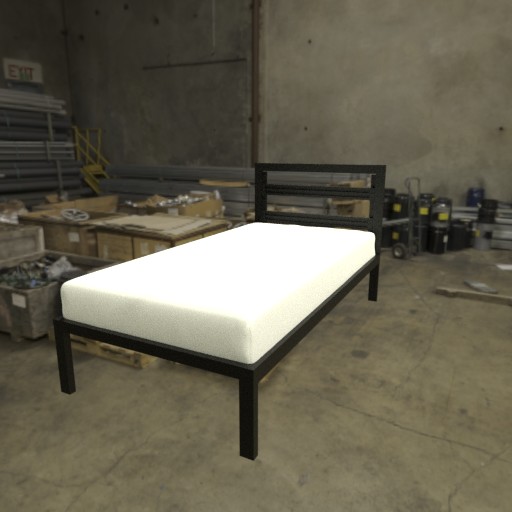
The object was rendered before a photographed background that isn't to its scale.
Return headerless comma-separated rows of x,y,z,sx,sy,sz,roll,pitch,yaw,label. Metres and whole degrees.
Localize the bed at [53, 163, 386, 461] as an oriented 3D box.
0.000,0.000,2.511,0.991,0.967,1.930,7,15,27,bed
